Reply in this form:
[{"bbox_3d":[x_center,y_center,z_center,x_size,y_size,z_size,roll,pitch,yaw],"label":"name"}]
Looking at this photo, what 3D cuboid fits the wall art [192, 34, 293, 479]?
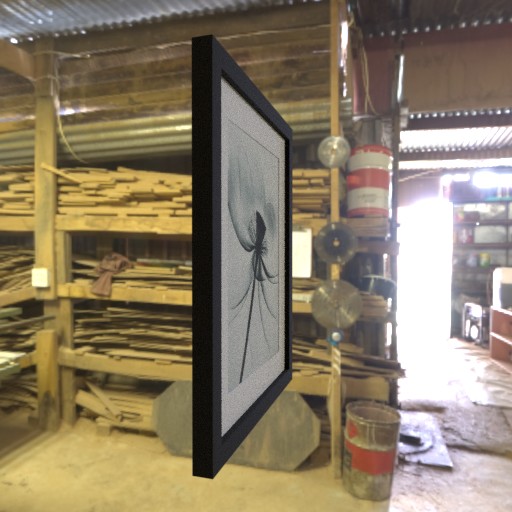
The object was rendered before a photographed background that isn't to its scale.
[{"bbox_3d":[0.000,0.000,0.779,0.029,0.559,0.457,0,1,17],"label":"wall art"}]
